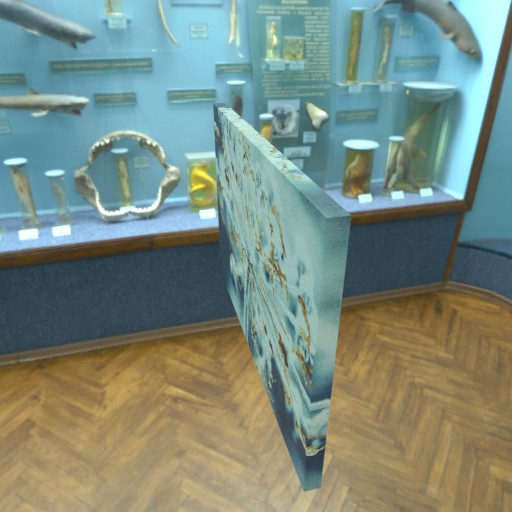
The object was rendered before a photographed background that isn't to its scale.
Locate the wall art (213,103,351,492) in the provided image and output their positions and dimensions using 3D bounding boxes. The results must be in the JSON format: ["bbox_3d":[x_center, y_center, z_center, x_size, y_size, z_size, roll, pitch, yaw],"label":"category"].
[{"bbox_3d":[0.000,0.000,1.148,0.038,0.608,0.912,-7,30,-13],"label":"wall art"}]
